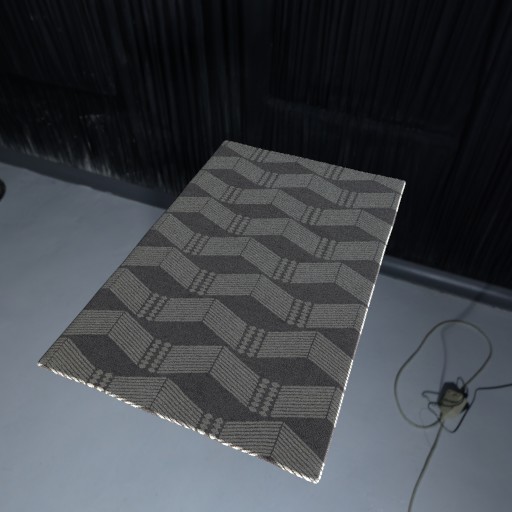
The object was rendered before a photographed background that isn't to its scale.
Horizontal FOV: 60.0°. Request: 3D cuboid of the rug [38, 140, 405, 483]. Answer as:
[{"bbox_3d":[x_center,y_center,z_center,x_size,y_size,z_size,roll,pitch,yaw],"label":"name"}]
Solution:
[{"bbox_3d":[0.000,0.000,2.254,1.210,0.016,1.833,17,49,15],"label":"rug"}]
